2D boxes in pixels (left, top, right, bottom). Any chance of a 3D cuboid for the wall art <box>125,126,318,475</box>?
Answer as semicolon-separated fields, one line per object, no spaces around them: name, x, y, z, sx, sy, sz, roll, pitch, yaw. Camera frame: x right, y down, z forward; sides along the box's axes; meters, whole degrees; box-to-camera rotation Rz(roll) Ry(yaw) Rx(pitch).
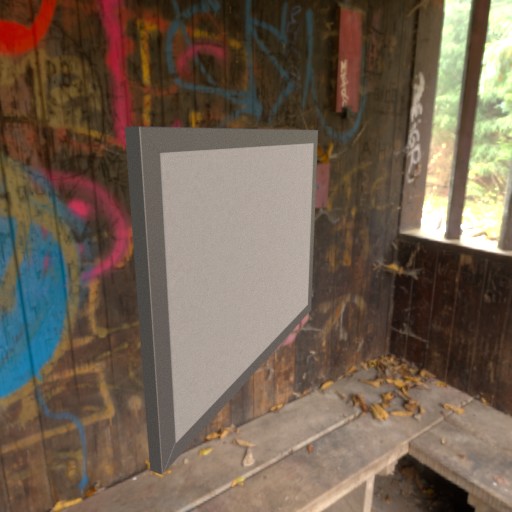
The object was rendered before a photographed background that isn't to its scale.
wall art;0.000;0.000;0.556;0.016;0.306;0.432;7;17;24
